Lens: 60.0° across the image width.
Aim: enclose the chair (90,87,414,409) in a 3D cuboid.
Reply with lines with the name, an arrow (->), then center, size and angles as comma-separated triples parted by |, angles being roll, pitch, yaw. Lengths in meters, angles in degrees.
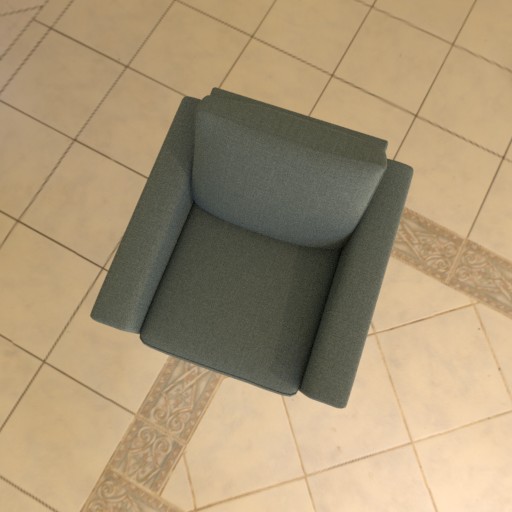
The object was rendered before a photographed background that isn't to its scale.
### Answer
chair -> 0.000, 0.000, 1.924 | 1.024, 1.010, 1.038 | 19, 78, 4
